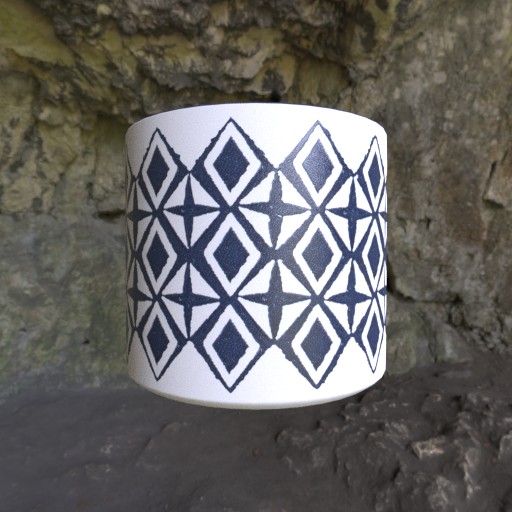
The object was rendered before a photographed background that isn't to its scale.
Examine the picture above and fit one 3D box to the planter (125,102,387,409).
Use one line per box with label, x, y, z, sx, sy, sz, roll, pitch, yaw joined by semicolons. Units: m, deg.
planter;0.000;0.000;0.322;0.182;0.165;0.182;0;1;0
